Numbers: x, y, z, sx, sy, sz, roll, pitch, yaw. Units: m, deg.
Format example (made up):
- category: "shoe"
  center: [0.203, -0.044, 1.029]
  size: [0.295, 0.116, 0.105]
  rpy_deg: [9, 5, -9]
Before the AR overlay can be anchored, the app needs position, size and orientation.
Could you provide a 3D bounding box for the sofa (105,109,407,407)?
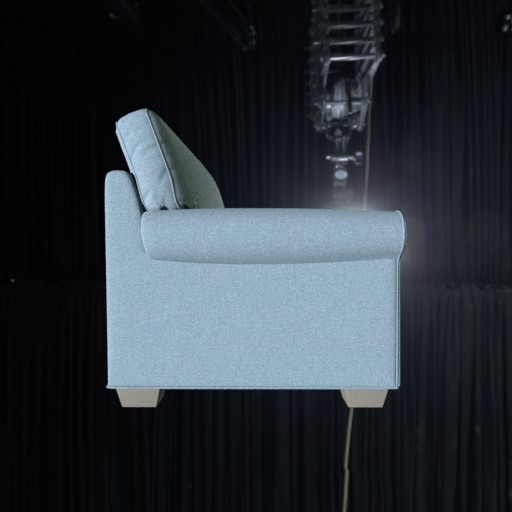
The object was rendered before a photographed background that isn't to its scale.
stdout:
- category: "sofa"
  center: [0.000, 0.000, 2.013]
  size: [0.940, 0.953, 1.410]
  rpy_deg: [0, 0, 0]
